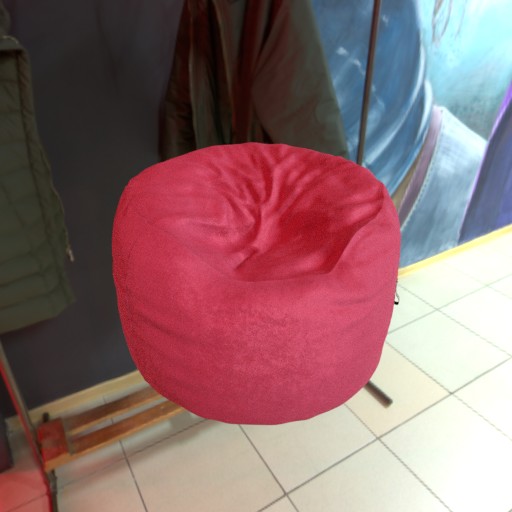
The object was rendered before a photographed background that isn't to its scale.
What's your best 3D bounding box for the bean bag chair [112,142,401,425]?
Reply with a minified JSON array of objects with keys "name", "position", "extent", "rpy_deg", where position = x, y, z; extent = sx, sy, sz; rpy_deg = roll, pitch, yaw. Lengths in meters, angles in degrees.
[{"name":"bean bag chair","position":[0.000,0.000,1.942],"extent":[1.218,0.788,1.218],"rpy_deg":[0,30,0]}]
